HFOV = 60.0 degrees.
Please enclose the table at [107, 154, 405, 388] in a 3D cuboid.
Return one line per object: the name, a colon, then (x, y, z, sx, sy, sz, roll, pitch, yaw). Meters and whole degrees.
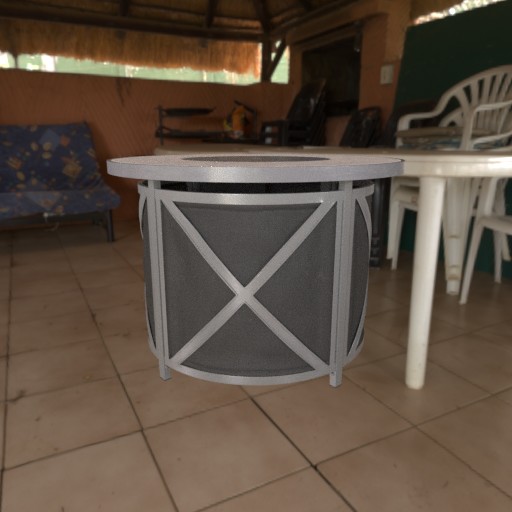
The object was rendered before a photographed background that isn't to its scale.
table: (0.000, 0.000, 1.510, 0.914, 0.650, 0.914, 0, 15, 0)
